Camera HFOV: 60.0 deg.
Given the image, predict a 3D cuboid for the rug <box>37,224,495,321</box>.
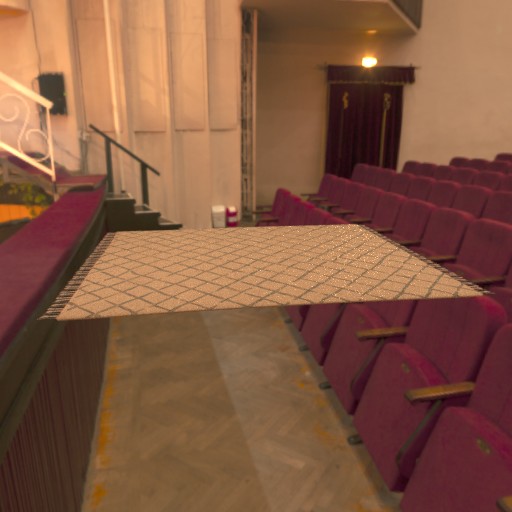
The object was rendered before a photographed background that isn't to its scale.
[{"bbox_3d":[0.000,0.000,4.765,3.585,0.036,2.892,-2,16,-8],"label":"rug"}]
